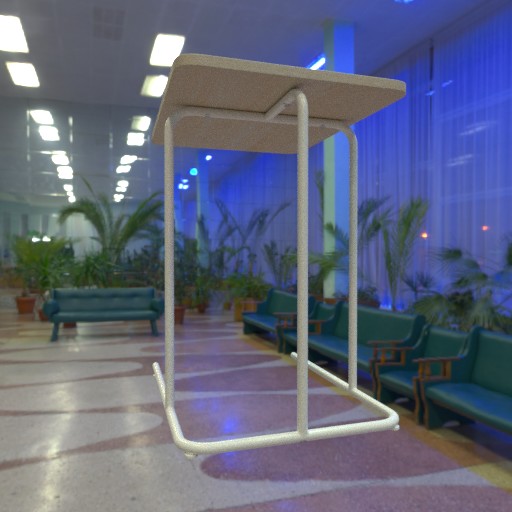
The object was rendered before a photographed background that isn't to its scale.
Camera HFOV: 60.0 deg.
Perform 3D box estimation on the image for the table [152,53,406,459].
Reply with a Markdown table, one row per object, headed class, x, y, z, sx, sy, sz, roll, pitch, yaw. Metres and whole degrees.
| class | x | y | z | sx | sy | sz | roll | pitch | yaw |
| --- | --- | --- | --- | --- | --- | --- | --- | --- | --- |
| table | 0.000 | 0.000 | 0.873 | 0.370 | 0.550 | 0.480 | 0 | 1 | -17 |
